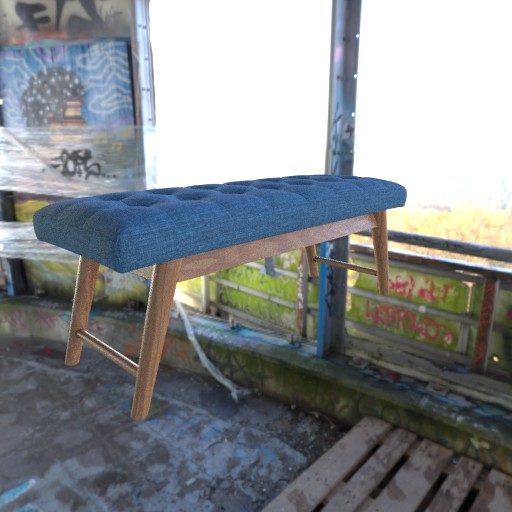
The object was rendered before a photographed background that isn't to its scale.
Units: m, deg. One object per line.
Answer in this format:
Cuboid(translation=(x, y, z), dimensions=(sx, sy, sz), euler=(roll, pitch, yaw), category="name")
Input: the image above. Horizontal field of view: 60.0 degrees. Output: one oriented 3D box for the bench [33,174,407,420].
Cuboid(translation=(0.000, 0.000, 1.345), dimensions=(0.406, 0.432, 1.118), euler=(14, 21, 42), category="bench")
